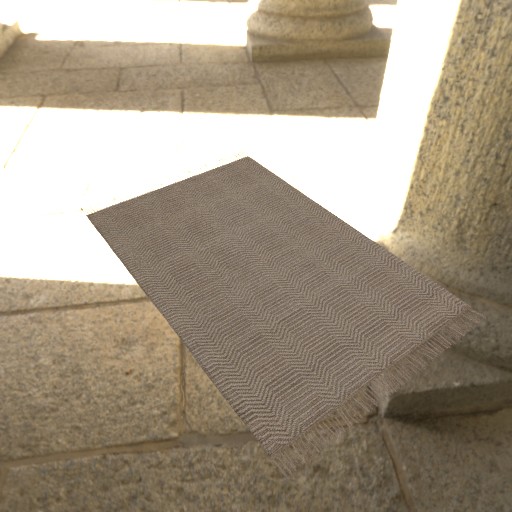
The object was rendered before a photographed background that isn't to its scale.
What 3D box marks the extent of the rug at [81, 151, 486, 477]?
[{"bbox_3d":[0.000,0.000,3.013,1.528,0.034,2.523,-26,48,-26],"label":"rug"}]
